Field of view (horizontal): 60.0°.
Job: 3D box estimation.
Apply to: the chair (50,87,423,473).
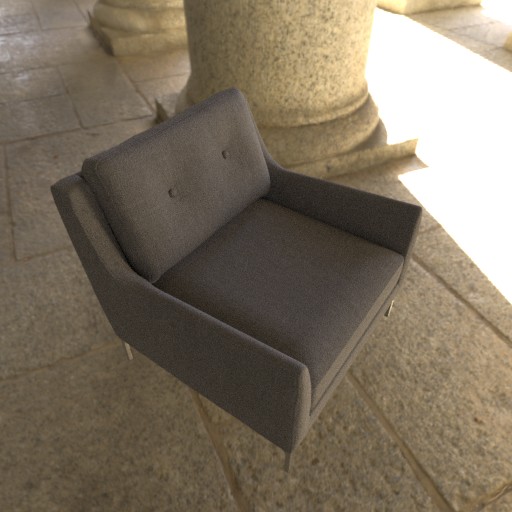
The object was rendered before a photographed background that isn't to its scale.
[{"bbox_3d":[0.000,0.000,1.524,0.849,0.828,0.847,25,48,26],"label":"chair"}]
